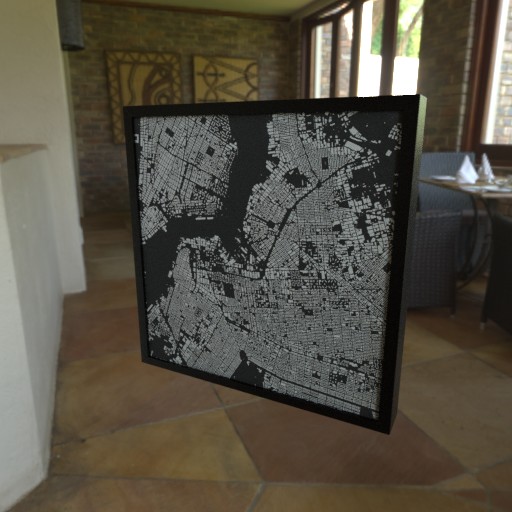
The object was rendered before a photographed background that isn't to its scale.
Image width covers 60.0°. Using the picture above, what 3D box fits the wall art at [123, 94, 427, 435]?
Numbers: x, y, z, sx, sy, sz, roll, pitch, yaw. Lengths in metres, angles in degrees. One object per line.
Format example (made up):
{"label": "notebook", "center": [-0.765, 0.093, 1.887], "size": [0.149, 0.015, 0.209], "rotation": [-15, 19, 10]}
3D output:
{"label": "wall art", "center": [0.000, 0.000, 0.456], "size": [0.299, 0.299, 0.037], "rotation": [8, 17, 27]}
